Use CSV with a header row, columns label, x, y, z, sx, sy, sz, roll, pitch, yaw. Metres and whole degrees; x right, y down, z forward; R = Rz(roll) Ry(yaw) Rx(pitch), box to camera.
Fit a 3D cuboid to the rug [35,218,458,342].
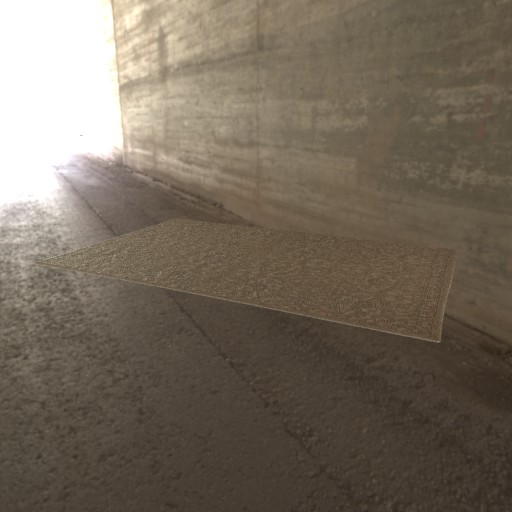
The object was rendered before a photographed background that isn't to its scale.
label,x,y,z,sx,sy,sz,roll,pitch,yaw
rug,0.000,0.000,2.990,2.435,0.012,1.529,8,19,25
